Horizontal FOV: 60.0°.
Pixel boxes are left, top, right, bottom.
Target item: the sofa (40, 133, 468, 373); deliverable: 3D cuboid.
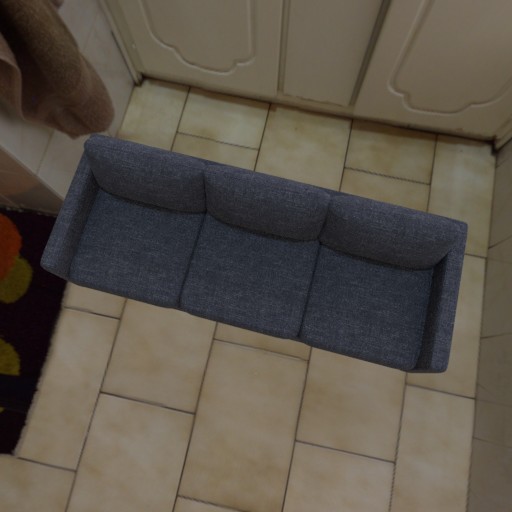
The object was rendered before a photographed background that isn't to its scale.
[{"bbox_3d":[0.000,0.000,2.624,2.218,0.874,0.859,14,76,4],"label":"sofa"}]
